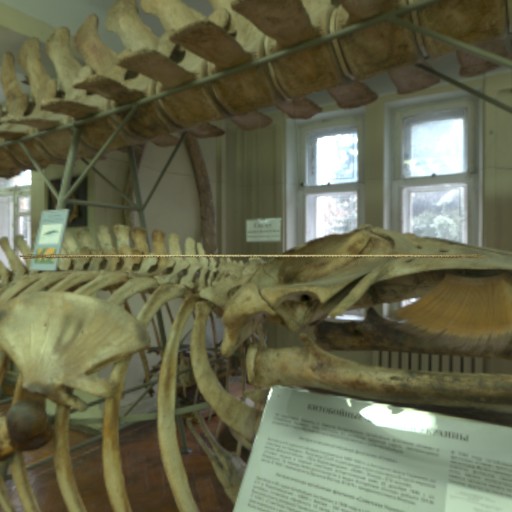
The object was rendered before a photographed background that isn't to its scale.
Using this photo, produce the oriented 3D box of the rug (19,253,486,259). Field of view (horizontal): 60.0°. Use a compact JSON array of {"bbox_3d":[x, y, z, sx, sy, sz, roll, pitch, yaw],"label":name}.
[{"bbox_3d":[0.000,0.000,2.538,2.085,0.027,1.224,0,0,0],"label":"rug"}]
